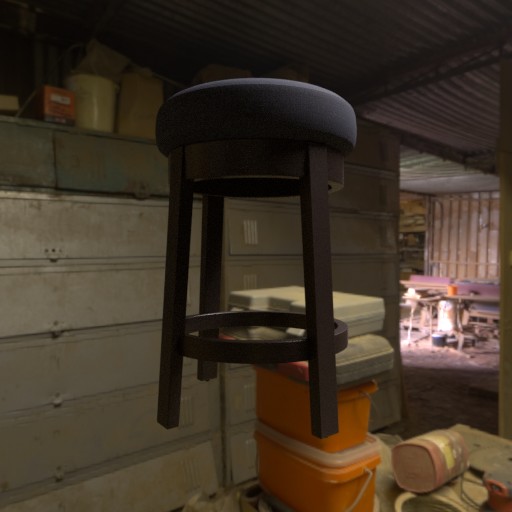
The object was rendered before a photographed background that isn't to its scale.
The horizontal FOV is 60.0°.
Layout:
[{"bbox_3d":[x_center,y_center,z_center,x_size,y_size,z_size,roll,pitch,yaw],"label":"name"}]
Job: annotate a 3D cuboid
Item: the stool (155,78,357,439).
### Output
[{"bbox_3d":[0.000,0.000,0.974,0.449,0.655,0.449,0,1,0],"label":"stool"}]
